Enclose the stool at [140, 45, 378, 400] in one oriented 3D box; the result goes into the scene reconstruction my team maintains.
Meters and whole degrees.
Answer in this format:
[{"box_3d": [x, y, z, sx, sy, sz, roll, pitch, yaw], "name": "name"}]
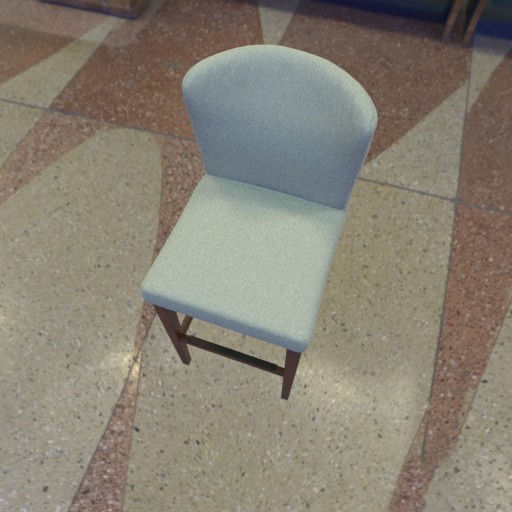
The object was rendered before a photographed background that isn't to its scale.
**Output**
[{"box_3d": [0.000, 0.000, 1.382, 0.479, 1.069, 0.568, 17, 60, 10], "name": "stool"}]
